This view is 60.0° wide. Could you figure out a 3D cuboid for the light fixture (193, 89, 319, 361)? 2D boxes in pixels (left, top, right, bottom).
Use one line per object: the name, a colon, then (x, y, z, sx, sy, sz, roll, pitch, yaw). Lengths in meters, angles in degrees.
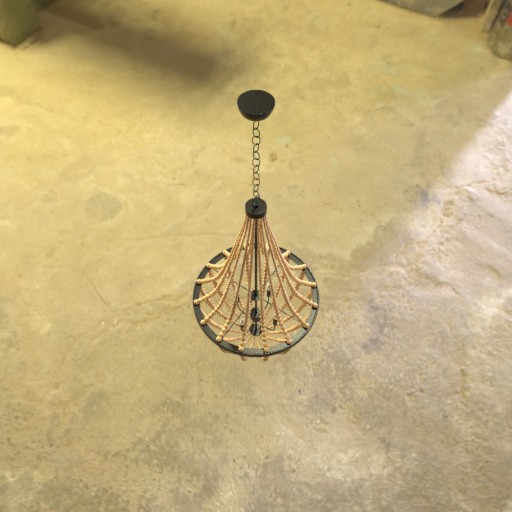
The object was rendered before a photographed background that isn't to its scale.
light fixture: (0.000, 0.000, 1.368, 0.450, 1.133, 0.450, 0, 57, 0)
